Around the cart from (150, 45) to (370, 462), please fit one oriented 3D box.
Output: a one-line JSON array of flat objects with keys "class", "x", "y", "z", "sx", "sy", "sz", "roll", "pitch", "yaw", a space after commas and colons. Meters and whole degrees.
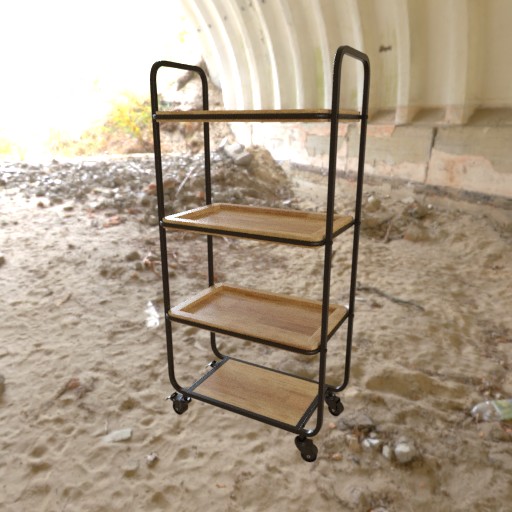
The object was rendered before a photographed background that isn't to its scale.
[{"class": "cart", "x": 0.000, "y": 0.000, "z": 1.312, "sx": 0.545, "sy": 1.080, "sz": 0.321, "roll": 9, "pitch": 19, "yaw": 27}]
